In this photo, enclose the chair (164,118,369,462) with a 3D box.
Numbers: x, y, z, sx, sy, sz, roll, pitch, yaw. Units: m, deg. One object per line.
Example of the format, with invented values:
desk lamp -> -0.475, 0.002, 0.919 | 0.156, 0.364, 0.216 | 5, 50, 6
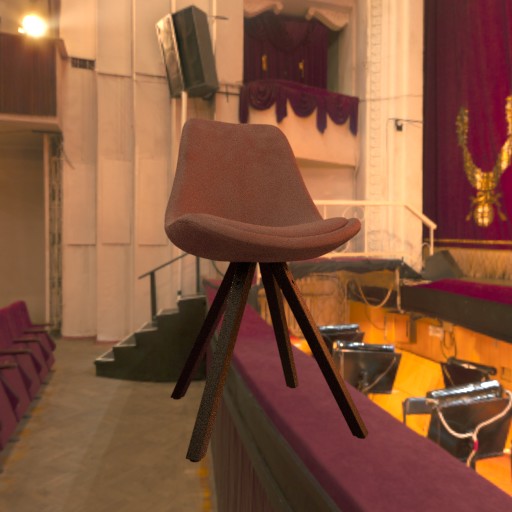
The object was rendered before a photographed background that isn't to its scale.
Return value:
chair -> 0.000, 0.000, 1.201 | 0.483, 0.865, 0.547 | 0, 1, -17
